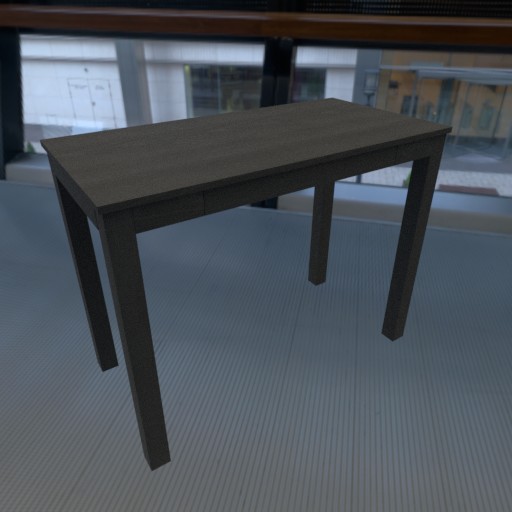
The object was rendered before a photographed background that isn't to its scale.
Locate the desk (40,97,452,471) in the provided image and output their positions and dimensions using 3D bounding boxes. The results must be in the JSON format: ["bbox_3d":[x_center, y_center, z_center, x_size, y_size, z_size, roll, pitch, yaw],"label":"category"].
[{"bbox_3d":[0.000,0.000,1.377,0.991,0.762,0.499,-18,35,-28],"label":"desk"}]
